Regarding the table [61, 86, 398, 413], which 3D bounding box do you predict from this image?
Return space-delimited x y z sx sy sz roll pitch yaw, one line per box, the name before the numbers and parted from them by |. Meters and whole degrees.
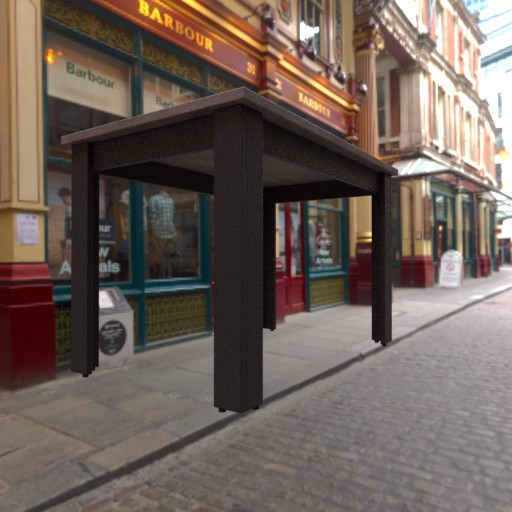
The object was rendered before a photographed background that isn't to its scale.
table | 0.000 0.000 1.617 0.700 0.734 1.100 0 0 35
